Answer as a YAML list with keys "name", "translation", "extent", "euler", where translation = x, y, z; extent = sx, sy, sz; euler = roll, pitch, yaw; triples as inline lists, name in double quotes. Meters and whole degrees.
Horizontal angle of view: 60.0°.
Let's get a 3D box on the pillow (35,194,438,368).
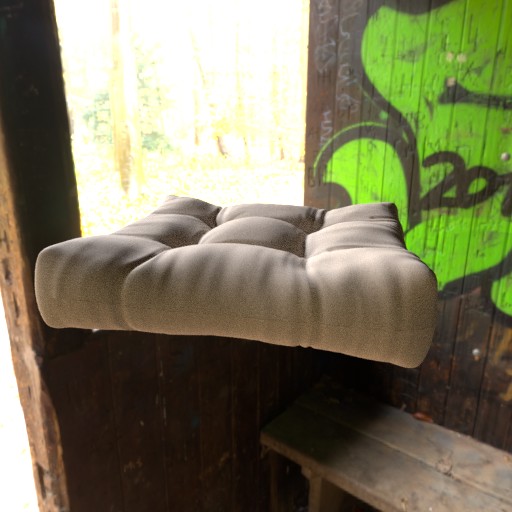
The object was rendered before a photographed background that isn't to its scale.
- name: "pillow"
  translation: [0.000, 0.000, 0.717]
  extent: [0.490, 0.128, 0.468]
  euler: [3, 17, 11]
